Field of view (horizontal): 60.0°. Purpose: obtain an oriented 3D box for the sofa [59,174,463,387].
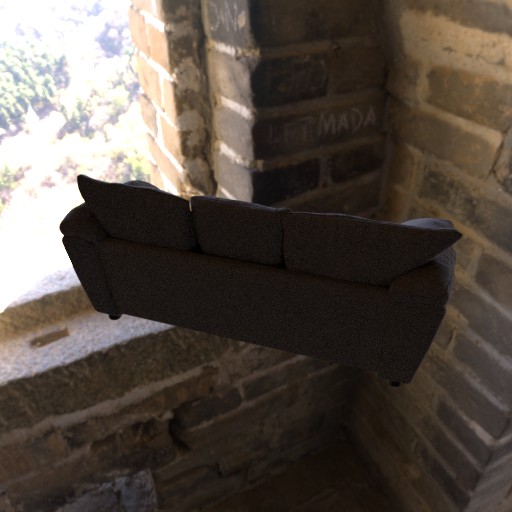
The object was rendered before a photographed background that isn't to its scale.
[{"bbox_3d":[0.000,0.000,2.851,2.336,1.073,0.878,10,34,15],"label":"sofa"}]
